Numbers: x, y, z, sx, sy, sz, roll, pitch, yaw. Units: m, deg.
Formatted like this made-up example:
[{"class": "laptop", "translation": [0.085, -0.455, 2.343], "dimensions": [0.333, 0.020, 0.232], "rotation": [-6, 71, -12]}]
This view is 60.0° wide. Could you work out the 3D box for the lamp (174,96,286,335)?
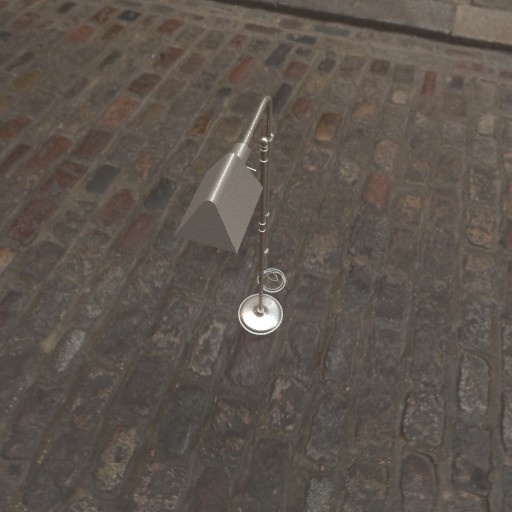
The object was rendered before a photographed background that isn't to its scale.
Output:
[{"class": "lamp", "translation": [0.000, 0.000, 1.860], "dimensions": [0.256, 1.571, 0.813], "rotation": [15, 60, 9]}]
